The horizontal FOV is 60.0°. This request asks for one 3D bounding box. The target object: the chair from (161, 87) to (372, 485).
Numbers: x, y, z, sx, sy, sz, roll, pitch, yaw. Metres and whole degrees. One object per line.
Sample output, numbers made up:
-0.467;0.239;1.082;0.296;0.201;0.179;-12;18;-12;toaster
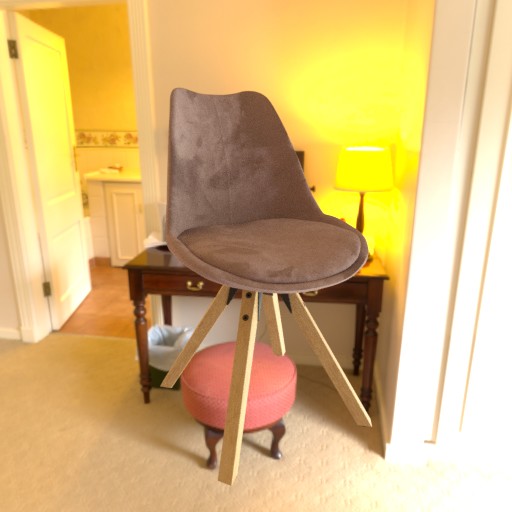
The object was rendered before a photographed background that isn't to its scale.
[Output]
0.000;0.000;1.157;0.485;0.850;0.550;-9;19;-28;chair
